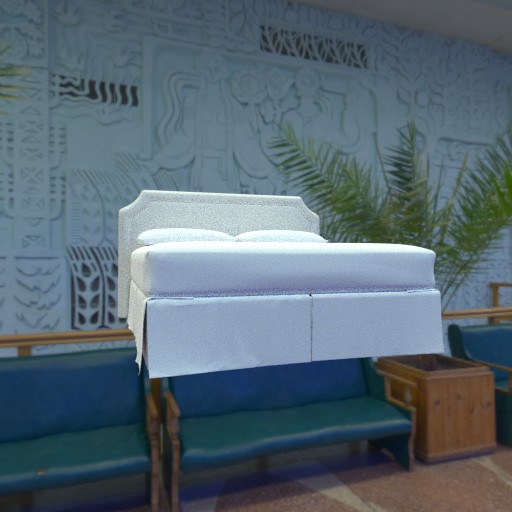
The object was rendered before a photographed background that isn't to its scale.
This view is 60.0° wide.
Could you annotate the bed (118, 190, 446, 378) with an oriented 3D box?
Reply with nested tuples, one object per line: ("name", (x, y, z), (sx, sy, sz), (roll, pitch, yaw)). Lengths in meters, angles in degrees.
("bed", (0.000, 0.000, 3.672), (2.160, 1.301, 2.204), (0, 0, -18))
